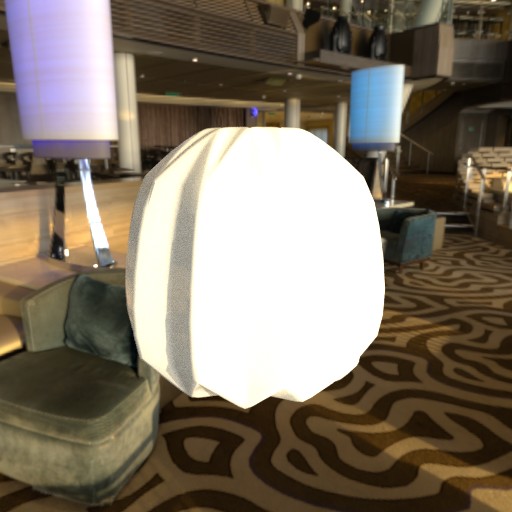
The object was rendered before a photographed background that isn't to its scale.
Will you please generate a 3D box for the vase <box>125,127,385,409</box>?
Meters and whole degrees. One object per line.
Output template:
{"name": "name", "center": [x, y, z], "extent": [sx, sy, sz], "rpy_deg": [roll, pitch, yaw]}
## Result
{"name": "vase", "center": [0.000, 0.000, 0.243], "extent": [0.139, 0.134, 0.139], "rpy_deg": [0, 14, 0]}
